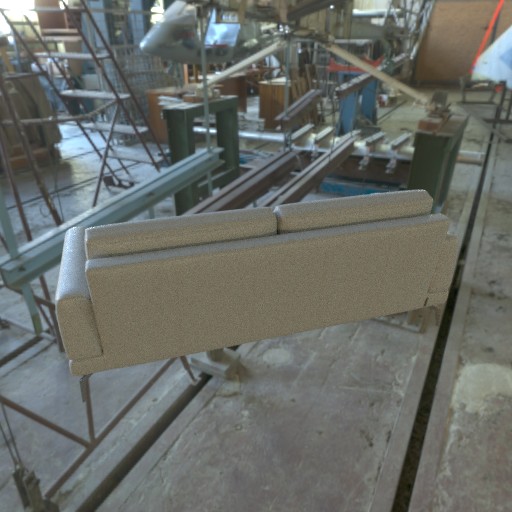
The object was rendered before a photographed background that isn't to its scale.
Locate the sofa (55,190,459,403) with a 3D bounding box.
[{"bbox_3d":[0.000,0.000,2.397,1.940,0.765,0.974,-8,28,-16],"label":"sofa"}]
